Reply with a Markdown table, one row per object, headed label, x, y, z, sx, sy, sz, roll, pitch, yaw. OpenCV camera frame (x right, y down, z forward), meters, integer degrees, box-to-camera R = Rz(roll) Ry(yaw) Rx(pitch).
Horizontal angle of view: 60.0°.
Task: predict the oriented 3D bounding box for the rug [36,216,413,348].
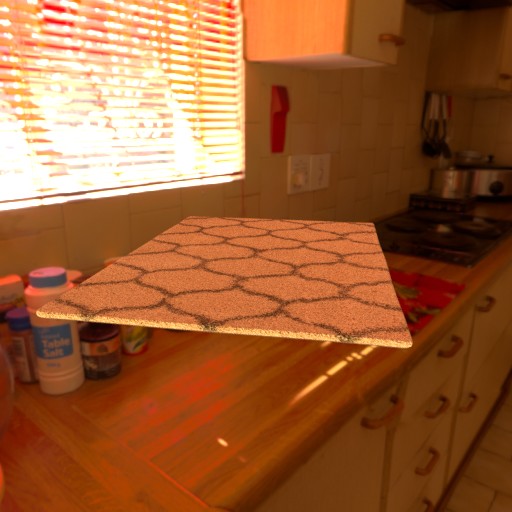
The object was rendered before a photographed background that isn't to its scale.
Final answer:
| label | x | y | z | sx | sy | sz | roll | pitch | yaw |
| --- | --- | --- | --- | --- | --- | --- | --- | --- | --- |
| rug | 0.000 | 0.000 | 2.112 | 1.200 | 0.025 | 1.600 | 3 | 17 | 10 |
